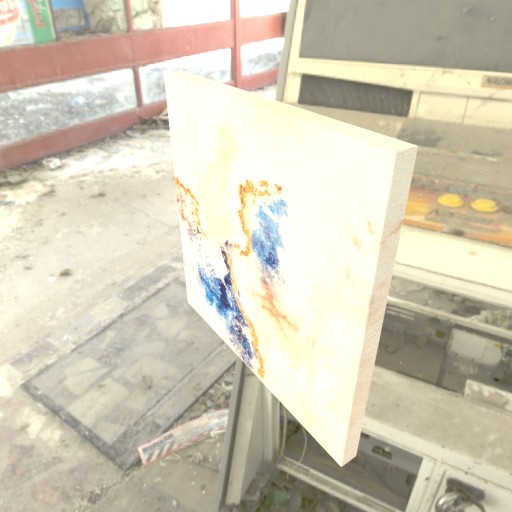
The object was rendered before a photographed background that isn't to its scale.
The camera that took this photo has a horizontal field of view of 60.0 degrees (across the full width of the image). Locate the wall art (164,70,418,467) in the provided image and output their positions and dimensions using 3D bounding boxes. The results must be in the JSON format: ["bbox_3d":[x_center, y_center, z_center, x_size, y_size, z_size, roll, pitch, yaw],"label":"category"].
[{"bbox_3d":[0.000,0.000,1.545,0.071,1.061,1.061,-21,38,-29],"label":"wall art"}]
